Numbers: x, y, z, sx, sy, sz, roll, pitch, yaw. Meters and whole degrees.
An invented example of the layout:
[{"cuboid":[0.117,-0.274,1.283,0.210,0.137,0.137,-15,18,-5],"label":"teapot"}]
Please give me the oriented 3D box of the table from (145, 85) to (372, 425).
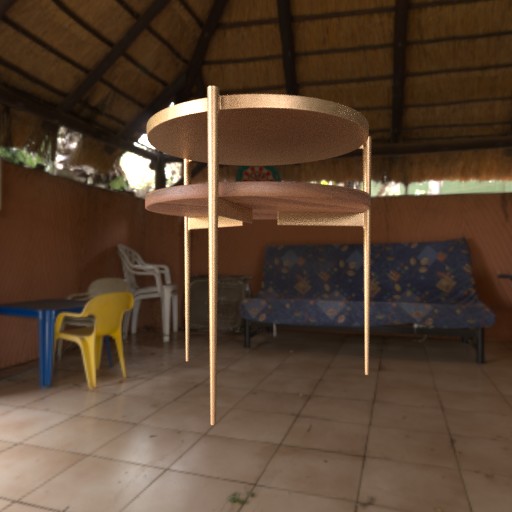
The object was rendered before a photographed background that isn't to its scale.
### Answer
[{"cuboid":[0.000,0.000,0.859,0.430,0.493,0.456,0,0,17],"label":"table"}]
